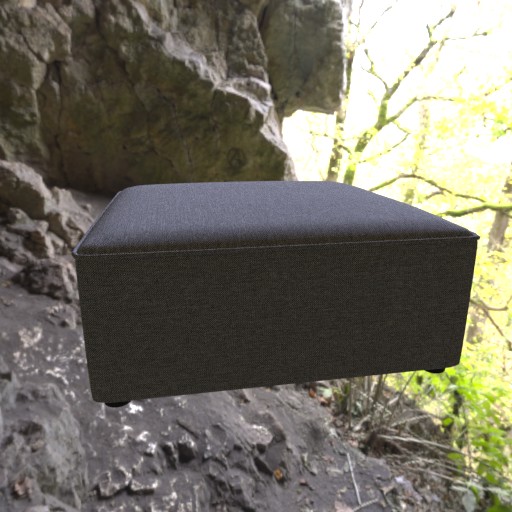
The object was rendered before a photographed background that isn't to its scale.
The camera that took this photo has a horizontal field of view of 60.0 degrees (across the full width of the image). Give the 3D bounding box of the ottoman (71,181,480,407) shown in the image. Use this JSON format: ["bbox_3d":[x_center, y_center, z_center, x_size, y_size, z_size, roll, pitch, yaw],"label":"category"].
[{"bbox_3d":[0.000,0.000,1.548,1.005,0.455,1.005,-3,17,-10],"label":"ottoman"}]
